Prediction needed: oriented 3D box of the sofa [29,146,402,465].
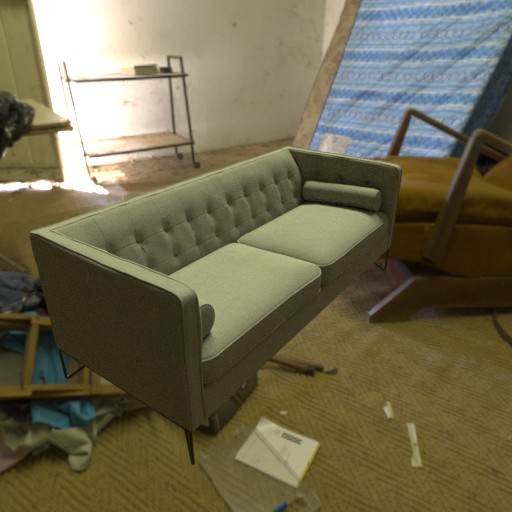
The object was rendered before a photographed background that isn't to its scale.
[{"bbox_3d":[0.000,0.000,2.550,0.912,0.798,2.079,18,31,32],"label":"sofa"}]
